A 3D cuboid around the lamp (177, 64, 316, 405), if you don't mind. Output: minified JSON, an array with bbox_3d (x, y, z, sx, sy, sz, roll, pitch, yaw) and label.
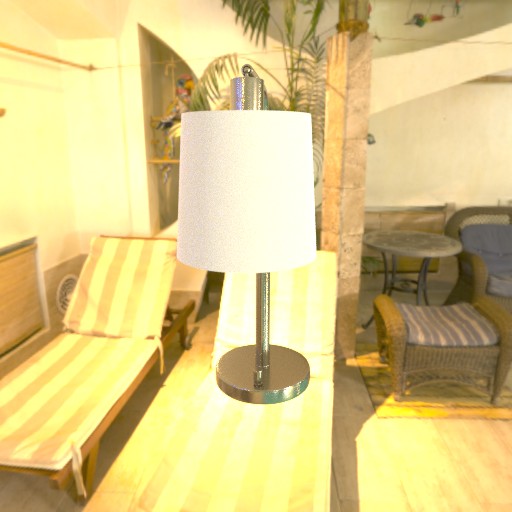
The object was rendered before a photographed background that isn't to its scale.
[{"bbox_3d":[0.000,0.000,0.634,0.171,0.489,0.333,2,15,8],"label":"lamp"}]
